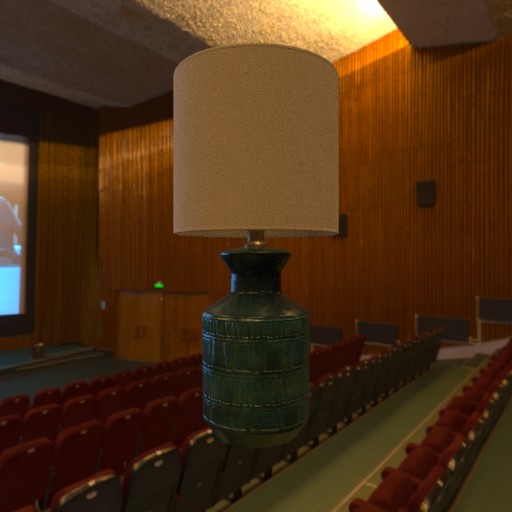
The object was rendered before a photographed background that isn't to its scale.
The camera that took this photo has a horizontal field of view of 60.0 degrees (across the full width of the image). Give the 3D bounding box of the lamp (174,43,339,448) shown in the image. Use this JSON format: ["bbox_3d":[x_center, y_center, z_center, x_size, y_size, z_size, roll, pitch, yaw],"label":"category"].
[{"bbox_3d":[0.000,0.000,0.577,0.211,0.455,0.211,0,0,36],"label":"lamp"}]
